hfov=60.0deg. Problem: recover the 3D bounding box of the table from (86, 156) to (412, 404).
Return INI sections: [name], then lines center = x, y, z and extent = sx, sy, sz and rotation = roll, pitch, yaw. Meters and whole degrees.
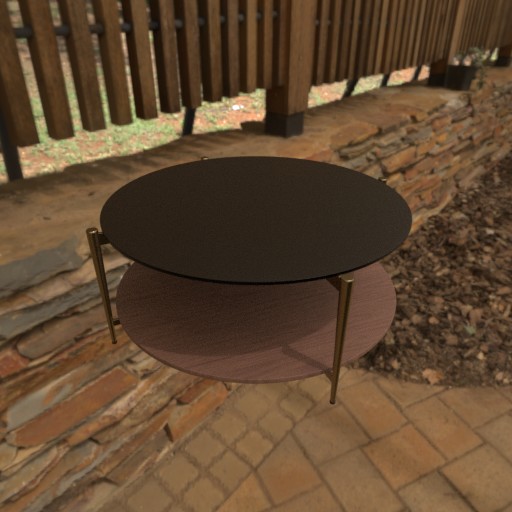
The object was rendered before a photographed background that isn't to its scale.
[table]
center = 0.000, 0.000, 1.489
extent = 0.938, 0.400, 0.938
rotation = 19, 35, 30
